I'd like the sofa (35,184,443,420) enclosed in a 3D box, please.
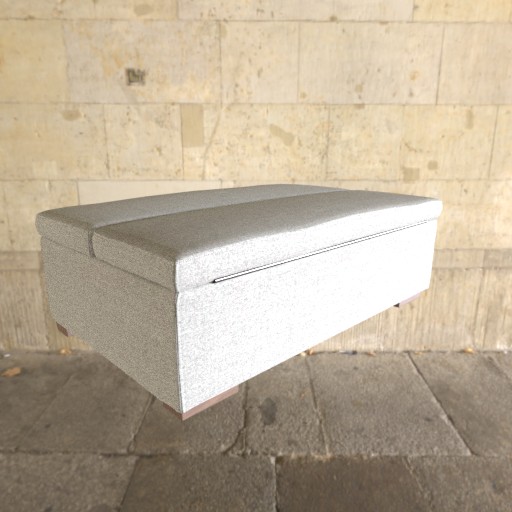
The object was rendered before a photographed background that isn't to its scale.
[{"bbox_3d":[0.000,0.000,1.618,1.250,0.434,0.817,-14,21,-42],"label":"sofa"}]
